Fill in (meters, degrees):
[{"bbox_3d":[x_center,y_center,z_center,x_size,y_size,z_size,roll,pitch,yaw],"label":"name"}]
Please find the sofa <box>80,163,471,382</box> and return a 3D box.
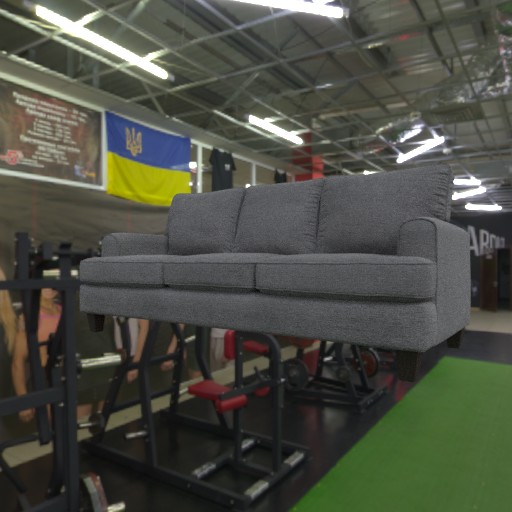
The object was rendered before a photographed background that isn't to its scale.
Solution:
[{"bbox_3d":[0.000,0.000,2.588,2.158,0.965,0.951,0,0,35],"label":"sofa"}]
